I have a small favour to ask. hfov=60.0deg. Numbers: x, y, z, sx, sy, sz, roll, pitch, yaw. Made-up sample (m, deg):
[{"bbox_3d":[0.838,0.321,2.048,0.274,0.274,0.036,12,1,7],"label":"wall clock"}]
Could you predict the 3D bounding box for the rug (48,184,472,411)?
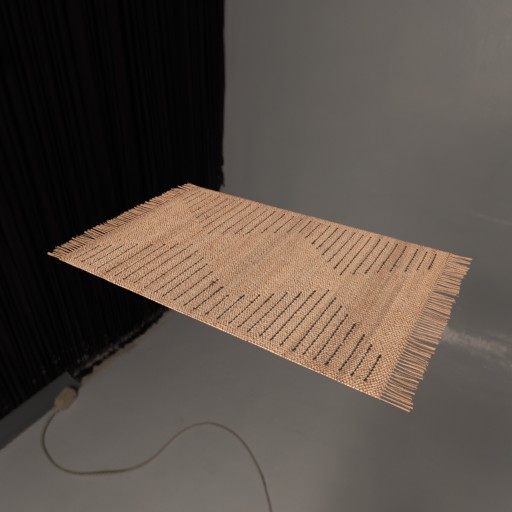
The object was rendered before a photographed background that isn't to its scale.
[{"bbox_3d":[0.000,0.000,2.489,2.085,0.027,1.224,18,36,27],"label":"rug"}]
